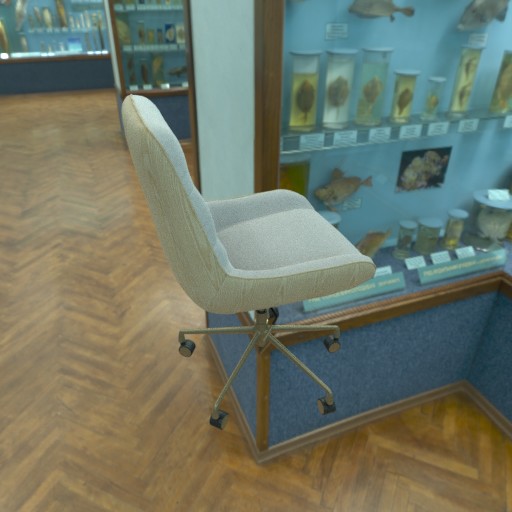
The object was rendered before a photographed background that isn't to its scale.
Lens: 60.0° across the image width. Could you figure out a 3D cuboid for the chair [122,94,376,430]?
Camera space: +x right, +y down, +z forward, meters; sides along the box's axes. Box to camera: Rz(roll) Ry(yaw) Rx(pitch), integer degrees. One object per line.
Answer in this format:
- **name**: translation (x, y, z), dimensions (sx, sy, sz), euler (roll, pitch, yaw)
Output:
- **chair**: translation (0.000, 0.000, 1.370), dimensions (0.668, 0.952, 0.564), euler (-10, 32, -16)
